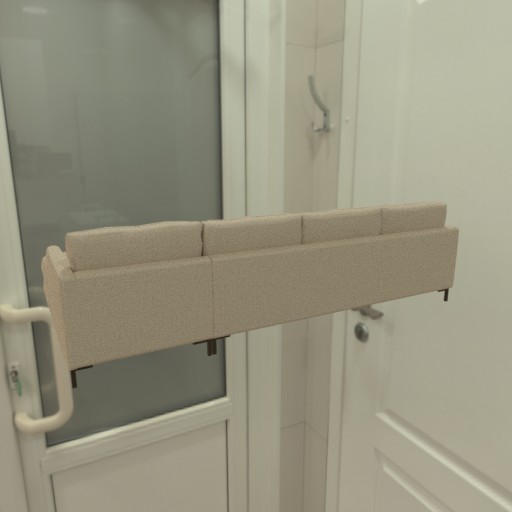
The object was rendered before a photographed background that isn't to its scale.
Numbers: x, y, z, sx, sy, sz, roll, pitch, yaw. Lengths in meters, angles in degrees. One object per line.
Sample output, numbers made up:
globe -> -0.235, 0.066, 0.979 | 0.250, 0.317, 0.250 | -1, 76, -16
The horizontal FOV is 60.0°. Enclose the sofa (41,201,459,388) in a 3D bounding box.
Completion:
sofa -> 0.000, 0.000, 3.160 | 2.731, 0.755, 1.258 | -7, 15, -27
